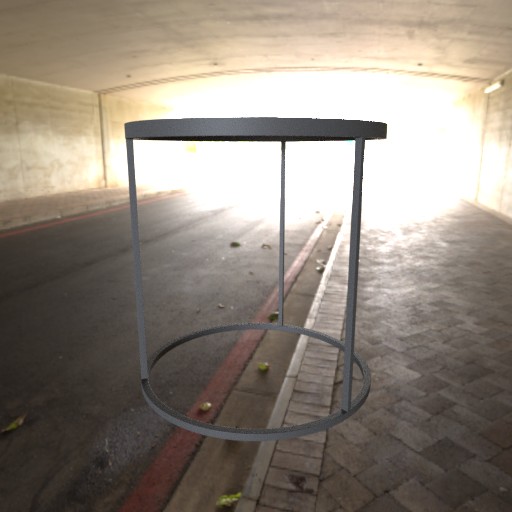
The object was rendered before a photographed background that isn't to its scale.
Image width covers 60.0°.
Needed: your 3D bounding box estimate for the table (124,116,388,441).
[{"bbox_3d":[0.000,0.000,0.880,0.470,0.498,0.470,0,13,0],"label":"table"}]
